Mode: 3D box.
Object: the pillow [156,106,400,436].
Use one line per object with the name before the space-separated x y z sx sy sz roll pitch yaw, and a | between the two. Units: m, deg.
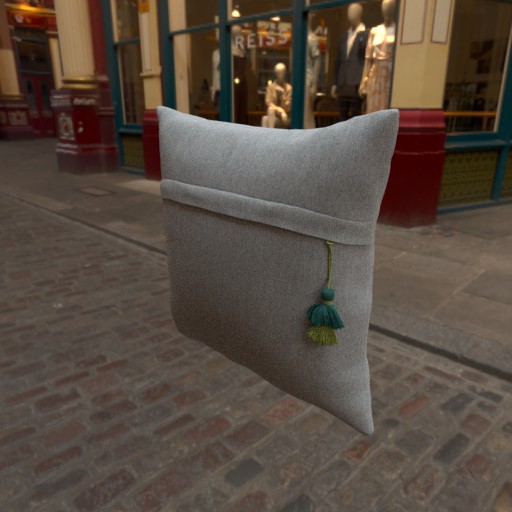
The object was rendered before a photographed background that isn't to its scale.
pillow | 0.000 0.000 0.685 0.433 0.436 0.173 17 26 40
